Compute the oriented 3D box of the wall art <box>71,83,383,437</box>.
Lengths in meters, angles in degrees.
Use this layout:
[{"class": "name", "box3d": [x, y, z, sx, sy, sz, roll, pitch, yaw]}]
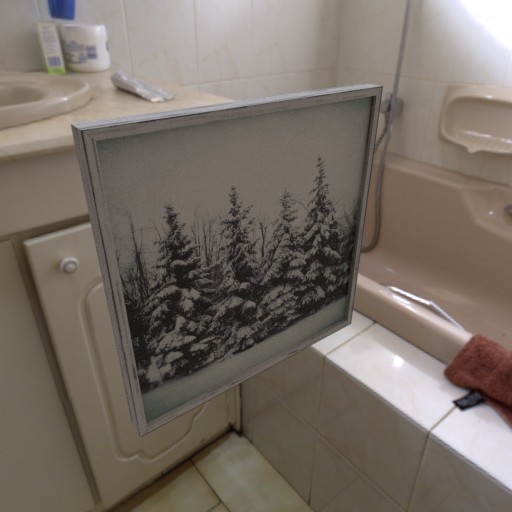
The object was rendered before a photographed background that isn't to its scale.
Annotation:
[{"class": "wall art", "box3d": [0.000, 0.000, 0.755, 0.506, 0.506, 0.038, -20, 35, -31]}]
